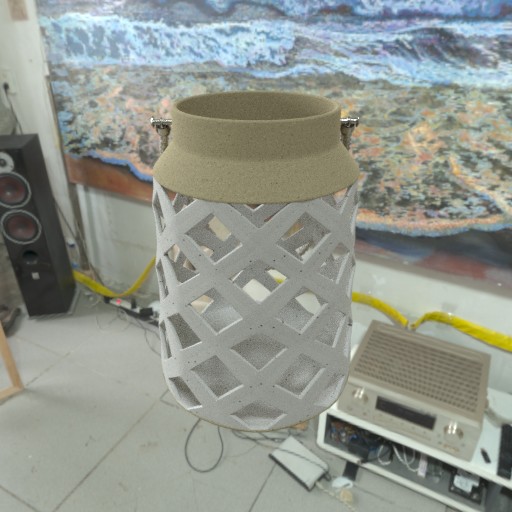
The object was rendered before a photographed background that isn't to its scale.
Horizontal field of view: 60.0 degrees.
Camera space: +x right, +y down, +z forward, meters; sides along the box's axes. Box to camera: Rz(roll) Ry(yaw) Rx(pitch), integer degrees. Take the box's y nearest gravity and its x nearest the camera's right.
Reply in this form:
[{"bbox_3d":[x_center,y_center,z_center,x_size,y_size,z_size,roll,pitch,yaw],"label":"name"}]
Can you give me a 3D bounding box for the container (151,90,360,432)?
[{"bbox_3d":[0.000,0.000,0.344,0.163,0.229,0.172,-1,29,-1],"label":"container"}]
